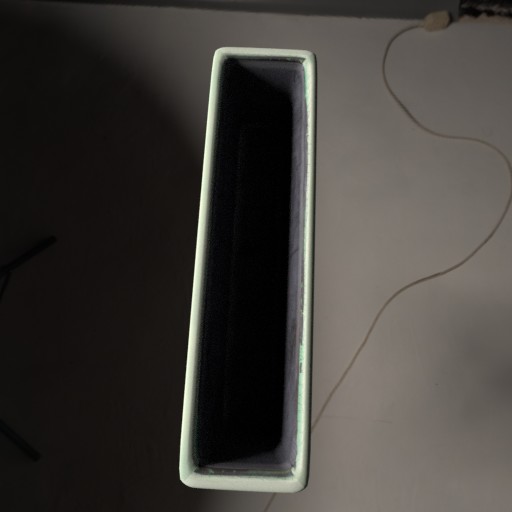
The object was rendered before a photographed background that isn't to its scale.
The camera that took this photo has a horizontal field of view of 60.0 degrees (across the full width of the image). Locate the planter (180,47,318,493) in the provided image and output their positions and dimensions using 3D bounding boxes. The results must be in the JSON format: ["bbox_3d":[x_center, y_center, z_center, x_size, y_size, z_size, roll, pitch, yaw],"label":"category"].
[{"bbox_3d":[0.000,0.000,0.302,0.072,0.072,0.275,3,76,1],"label":"planter"}]
